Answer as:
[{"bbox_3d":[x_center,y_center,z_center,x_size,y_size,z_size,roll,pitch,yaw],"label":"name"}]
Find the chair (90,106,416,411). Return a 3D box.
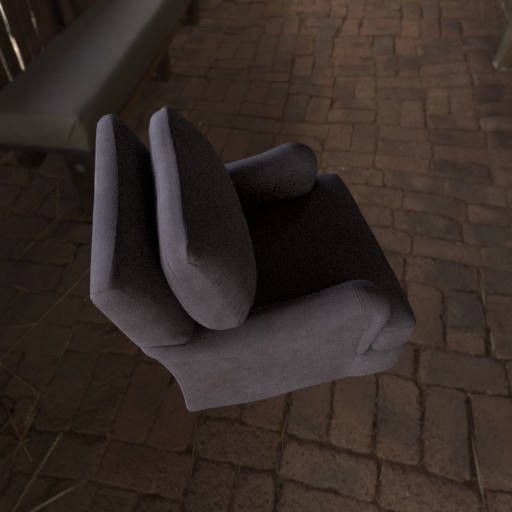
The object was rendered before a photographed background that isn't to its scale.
[{"bbox_3d":[0.000,0.000,1.821,1.070,0.997,0.955,-9,49,-8],"label":"chair"}]
